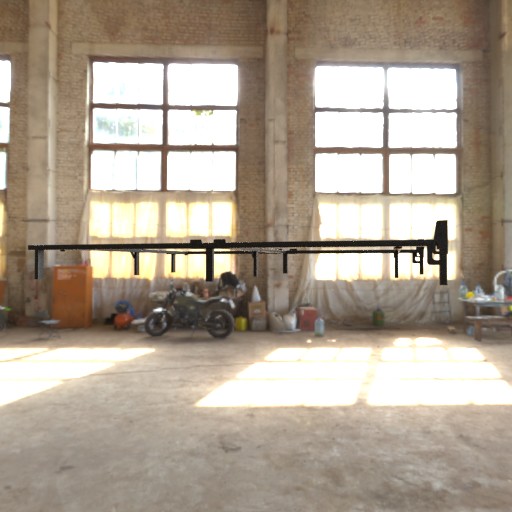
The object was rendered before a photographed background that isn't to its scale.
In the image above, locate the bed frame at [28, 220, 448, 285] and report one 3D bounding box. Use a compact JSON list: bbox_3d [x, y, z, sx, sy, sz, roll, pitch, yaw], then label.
[{"bbox_3d":[0.000,0.000,2.685,1.990,0.248,1.498,0,-1,17],"label":"bed frame"}]
